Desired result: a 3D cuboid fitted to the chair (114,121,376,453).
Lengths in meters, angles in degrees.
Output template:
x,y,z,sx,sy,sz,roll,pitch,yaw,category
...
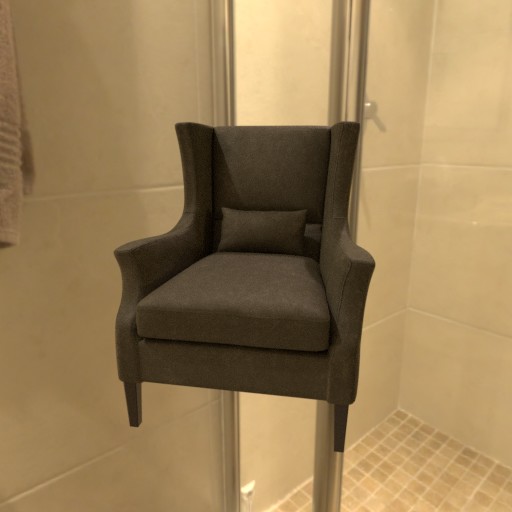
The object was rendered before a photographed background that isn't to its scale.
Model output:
x,y,z,sx,sy,sz,roll,pitch,yaw,category
0.000,0.000,1.730,0.853,1.016,0.926,3,15,10,chair
